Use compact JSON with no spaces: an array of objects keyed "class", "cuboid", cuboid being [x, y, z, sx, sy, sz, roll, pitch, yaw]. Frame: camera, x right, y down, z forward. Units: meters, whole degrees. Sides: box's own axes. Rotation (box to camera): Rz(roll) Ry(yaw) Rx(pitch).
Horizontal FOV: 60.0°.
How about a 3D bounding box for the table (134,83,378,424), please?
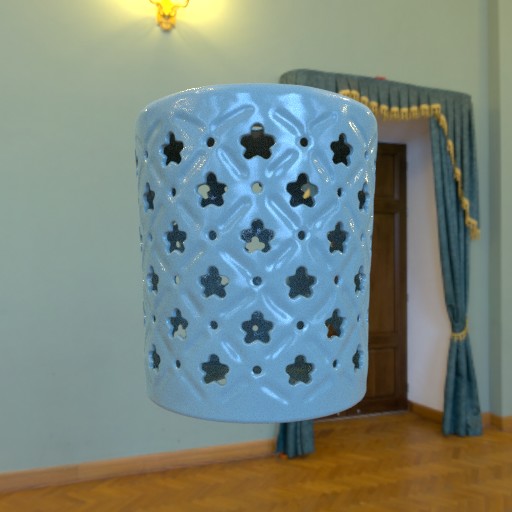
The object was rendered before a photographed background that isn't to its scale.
[{"class":"table","cuboid":[0.000,0.000,0.658,0.352,0.387,0.352,0,-1,0]}]
